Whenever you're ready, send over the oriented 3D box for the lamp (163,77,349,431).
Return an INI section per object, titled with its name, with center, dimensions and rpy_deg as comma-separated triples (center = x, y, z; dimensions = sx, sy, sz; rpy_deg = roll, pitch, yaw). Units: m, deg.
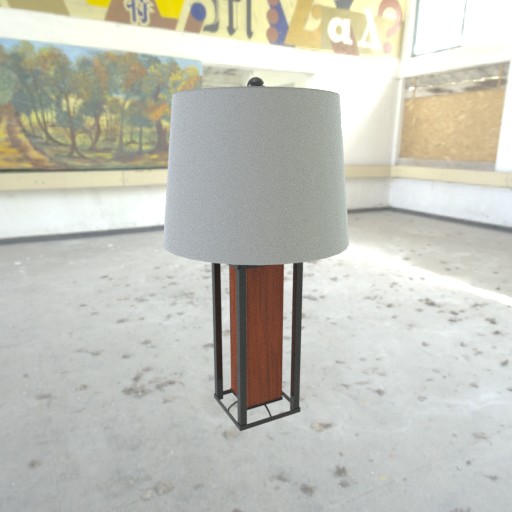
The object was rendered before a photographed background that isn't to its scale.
[lamp]
center = 0.000, 0.000, 0.782
dimensions = 0.320, 0.591, 0.320
rpy_deg = 0, 14, 0
